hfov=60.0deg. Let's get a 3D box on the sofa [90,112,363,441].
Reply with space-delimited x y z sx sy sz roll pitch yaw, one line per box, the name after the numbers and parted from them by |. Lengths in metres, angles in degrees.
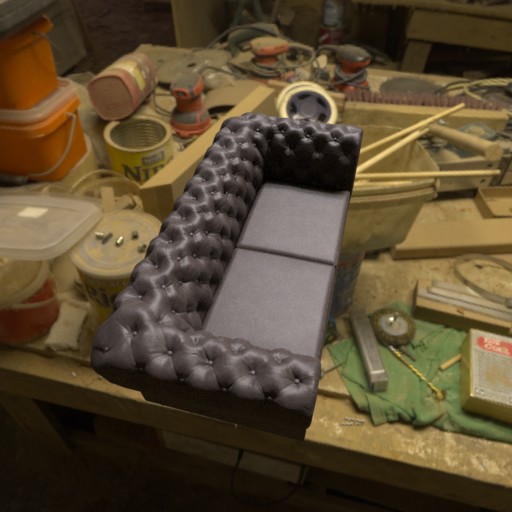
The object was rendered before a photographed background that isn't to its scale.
0.000 0.000 2.537 0.944 0.779 2.048 11 47 10 | sofa
